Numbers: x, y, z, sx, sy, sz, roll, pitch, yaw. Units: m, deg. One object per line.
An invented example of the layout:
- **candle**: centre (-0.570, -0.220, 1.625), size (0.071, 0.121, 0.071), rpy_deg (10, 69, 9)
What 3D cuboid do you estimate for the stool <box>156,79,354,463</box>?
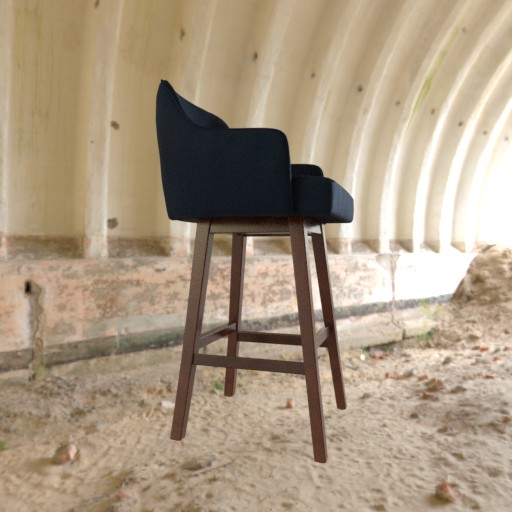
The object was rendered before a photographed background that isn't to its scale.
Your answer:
- **stool**: centre (0.000, 0.000, 1.388), size (0.560, 1.041, 0.550), rpy_deg (0, 1, 19)
